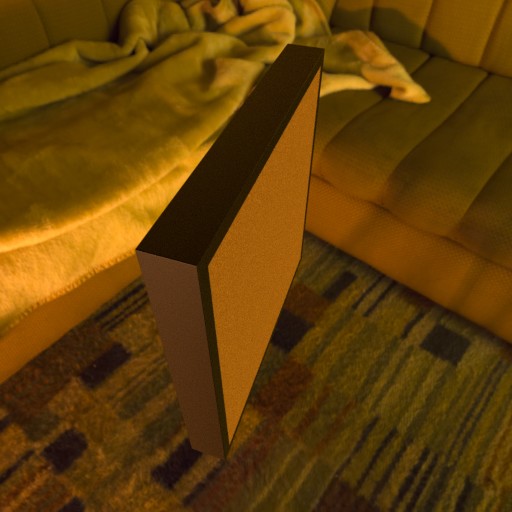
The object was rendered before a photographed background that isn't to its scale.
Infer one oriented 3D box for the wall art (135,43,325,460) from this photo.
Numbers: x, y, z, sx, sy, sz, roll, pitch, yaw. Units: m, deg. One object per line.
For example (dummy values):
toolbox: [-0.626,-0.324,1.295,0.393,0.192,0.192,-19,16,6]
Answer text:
wall art: [0.000,0.000,0.452,0.038,0.304,0.304,14,48,13]
